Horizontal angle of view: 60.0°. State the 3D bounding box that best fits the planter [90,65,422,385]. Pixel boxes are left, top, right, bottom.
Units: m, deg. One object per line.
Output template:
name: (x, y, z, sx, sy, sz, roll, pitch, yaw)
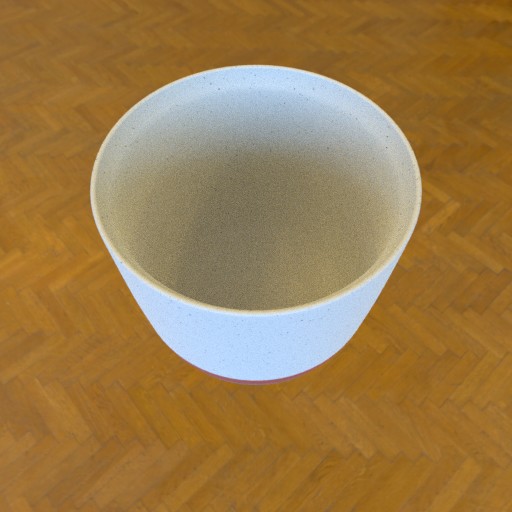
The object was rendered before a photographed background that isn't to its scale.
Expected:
planter: (0.000, 0.000, 0.367, 0.204, 0.214, 0.204, 0, 58, 0)
